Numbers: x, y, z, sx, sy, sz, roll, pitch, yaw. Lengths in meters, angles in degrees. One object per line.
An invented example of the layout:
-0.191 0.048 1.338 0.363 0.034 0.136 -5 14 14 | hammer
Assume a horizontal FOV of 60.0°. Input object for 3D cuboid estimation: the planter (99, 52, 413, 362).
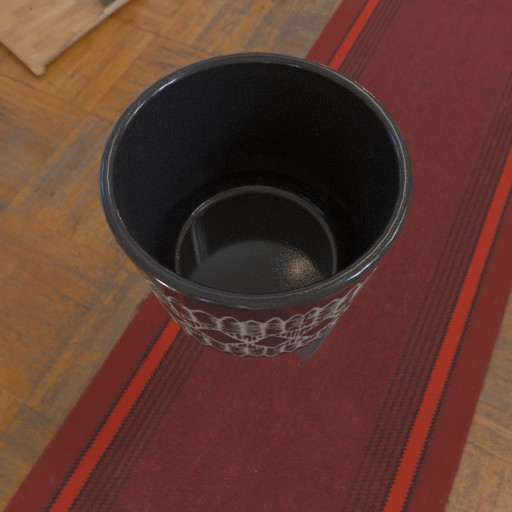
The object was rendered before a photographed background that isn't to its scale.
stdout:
0.000 0.000 0.513 0.251 0.355 0.251 -16 65 -8 | planter
